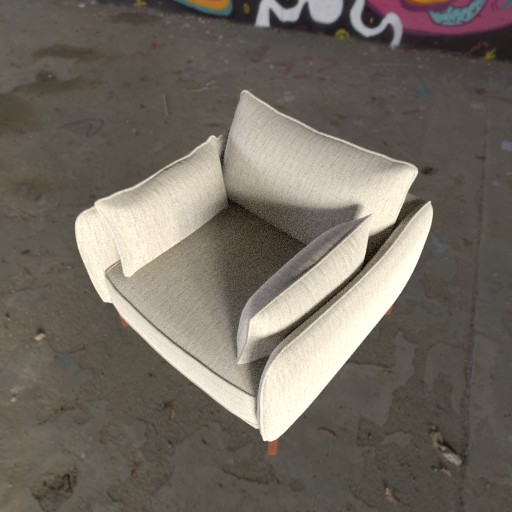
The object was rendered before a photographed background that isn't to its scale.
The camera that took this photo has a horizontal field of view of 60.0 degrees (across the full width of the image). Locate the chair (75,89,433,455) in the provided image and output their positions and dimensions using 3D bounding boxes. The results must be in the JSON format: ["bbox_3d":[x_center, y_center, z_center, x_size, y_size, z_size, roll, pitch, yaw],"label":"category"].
[{"bbox_3d":[0.000,0.000,1.752,0.994,0.855,0.991,32,55,27],"label":"chair"}]
